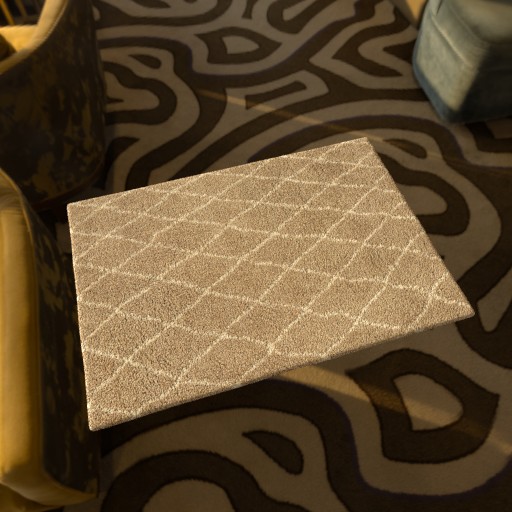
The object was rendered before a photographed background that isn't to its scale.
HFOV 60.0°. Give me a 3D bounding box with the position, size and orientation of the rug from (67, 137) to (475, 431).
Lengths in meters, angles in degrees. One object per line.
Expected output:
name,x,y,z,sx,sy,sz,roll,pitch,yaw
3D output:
rug,0.000,0.000,2.244,1.778,0.030,1.219,-14,59,-9
